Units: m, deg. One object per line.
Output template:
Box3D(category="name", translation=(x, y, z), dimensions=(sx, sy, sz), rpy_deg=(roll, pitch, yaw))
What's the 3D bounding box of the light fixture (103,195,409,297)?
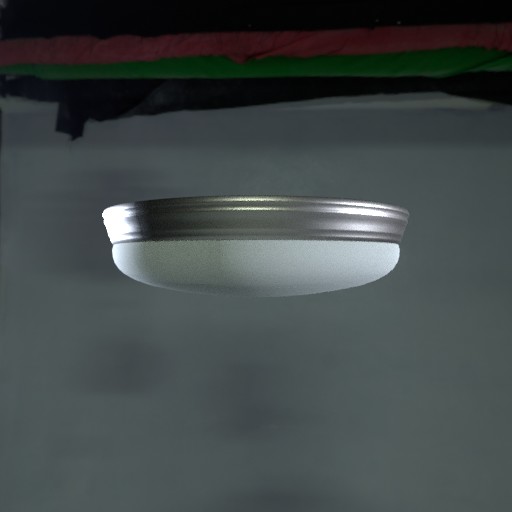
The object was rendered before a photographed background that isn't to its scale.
Box3D(category="light fixture", translation=(0.000, 0.000, 0.562), dimensions=(0.368, 0.100, 0.368), rpy_deg=(0, -1, 0))
